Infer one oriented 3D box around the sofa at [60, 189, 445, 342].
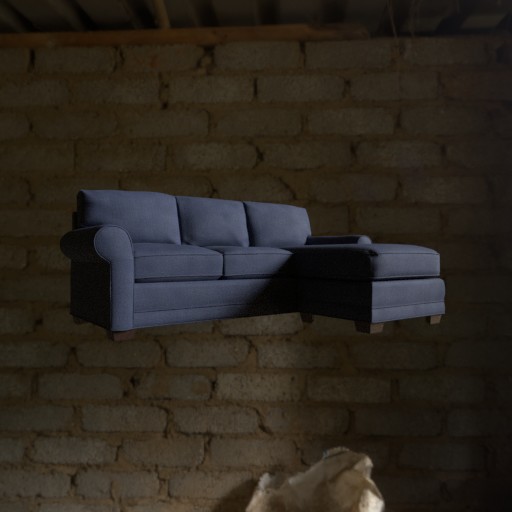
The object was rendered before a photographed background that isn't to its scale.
[{"bbox_3d":[0.000,0.000,3.485,2.567,1.063,1.780,0,0,-36],"label":"sofa"}]
